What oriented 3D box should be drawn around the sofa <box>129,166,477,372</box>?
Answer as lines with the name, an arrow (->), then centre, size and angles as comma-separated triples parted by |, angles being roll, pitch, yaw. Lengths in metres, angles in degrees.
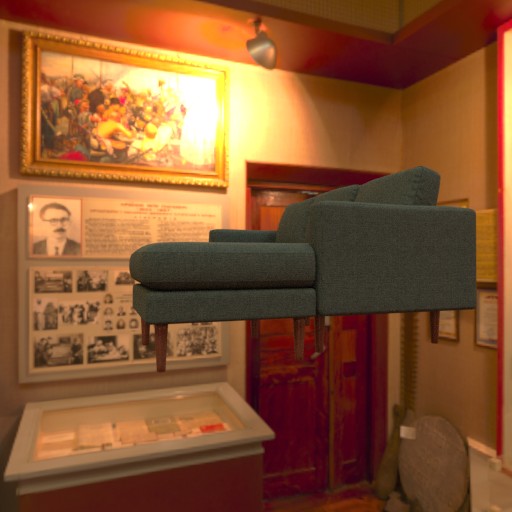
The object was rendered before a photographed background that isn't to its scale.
sofa -> 0.000, 0.000, 2.932 | 1.667, 0.957, 2.055 | 0, -1, -20
